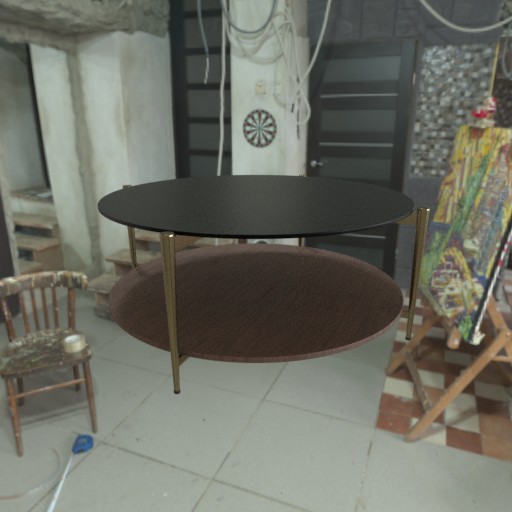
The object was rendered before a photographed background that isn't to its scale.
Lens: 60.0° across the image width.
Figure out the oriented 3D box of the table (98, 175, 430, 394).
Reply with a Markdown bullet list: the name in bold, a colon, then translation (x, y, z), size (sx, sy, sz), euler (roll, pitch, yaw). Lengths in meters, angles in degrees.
- **table**: translation (0.000, 0.000, 1.448), size (0.938, 0.400, 0.938), euler (-2, 18, -7)
